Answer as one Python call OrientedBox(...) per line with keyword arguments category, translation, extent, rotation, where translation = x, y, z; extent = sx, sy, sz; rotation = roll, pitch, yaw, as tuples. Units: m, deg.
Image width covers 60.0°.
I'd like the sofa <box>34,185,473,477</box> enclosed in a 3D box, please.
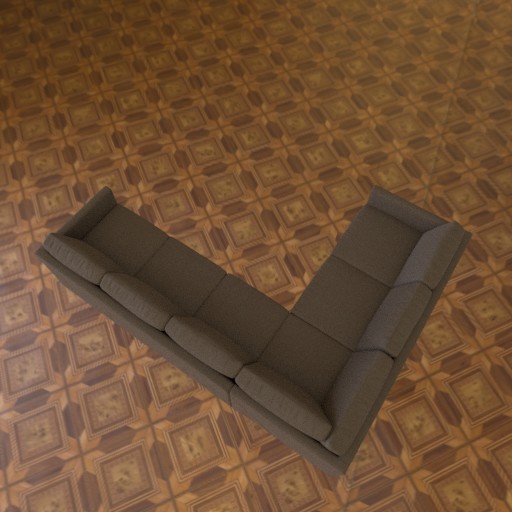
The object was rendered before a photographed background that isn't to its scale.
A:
OrientedBox(category="sofa", translation=(0.000, 0.000, 4.228), extent=(3.182, 0.871, 2.432), rotation=(31, 66, 15))
